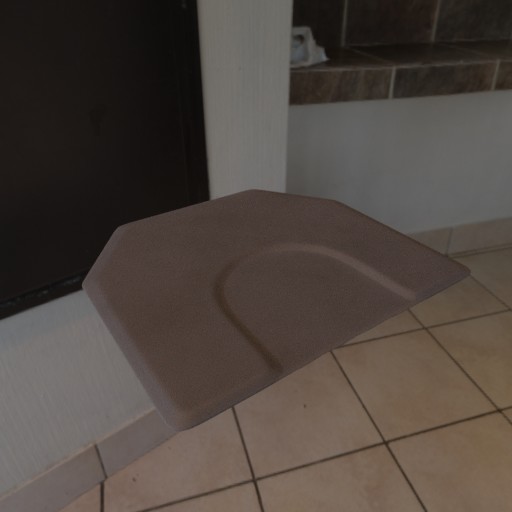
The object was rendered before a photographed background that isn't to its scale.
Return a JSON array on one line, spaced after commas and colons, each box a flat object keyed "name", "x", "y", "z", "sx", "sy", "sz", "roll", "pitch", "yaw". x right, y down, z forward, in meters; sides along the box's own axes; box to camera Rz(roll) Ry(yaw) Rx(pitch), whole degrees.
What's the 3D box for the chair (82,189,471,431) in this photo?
[{"name": "chair", "x": 0.000, "y": 0.000, "z": 1.920, "sx": 1.372, "sy": 0.024, "sz": 1.219, "roll": -20, "pitch": 38, "yaw": -29}]
